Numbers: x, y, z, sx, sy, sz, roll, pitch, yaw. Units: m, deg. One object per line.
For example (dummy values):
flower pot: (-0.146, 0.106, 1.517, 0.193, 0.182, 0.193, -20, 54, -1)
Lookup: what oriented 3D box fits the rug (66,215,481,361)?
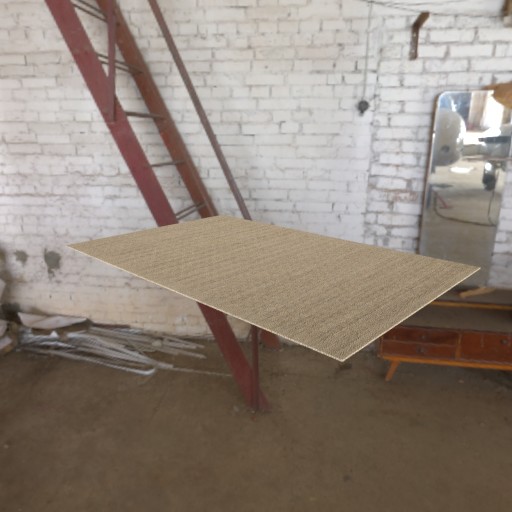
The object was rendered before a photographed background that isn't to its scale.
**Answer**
rug: (0.000, 0.000, 2.212, 1.752, 0.006, 1.142, 15, 23, 41)
